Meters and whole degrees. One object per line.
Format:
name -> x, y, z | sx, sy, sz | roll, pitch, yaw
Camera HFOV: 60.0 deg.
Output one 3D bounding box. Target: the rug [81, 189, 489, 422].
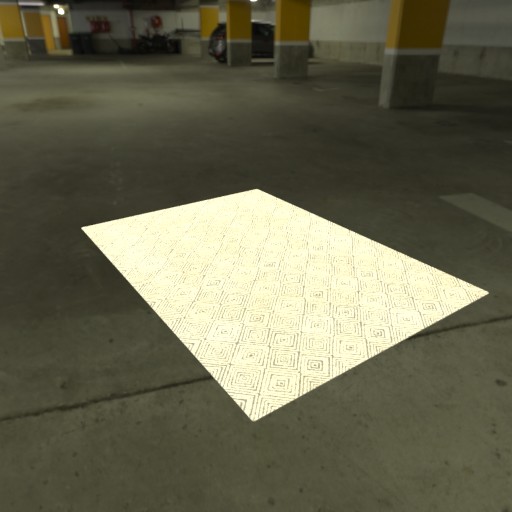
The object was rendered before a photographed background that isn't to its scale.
rug -> 0.000, 0.000, 2.869 | 1.593, 0.008, 2.238 | -17, 31, -31
